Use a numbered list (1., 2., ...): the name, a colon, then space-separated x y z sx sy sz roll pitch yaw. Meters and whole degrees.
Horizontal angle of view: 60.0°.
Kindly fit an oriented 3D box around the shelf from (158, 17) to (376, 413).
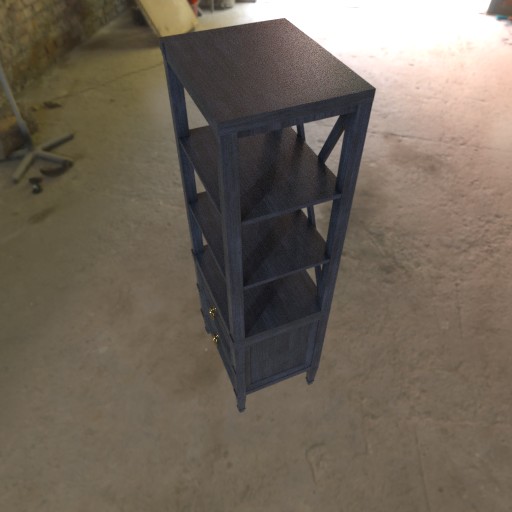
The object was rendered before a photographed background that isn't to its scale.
1. shelf: 0.000 0.000 1.971 0.472 1.727 0.584 -17 49 -15
